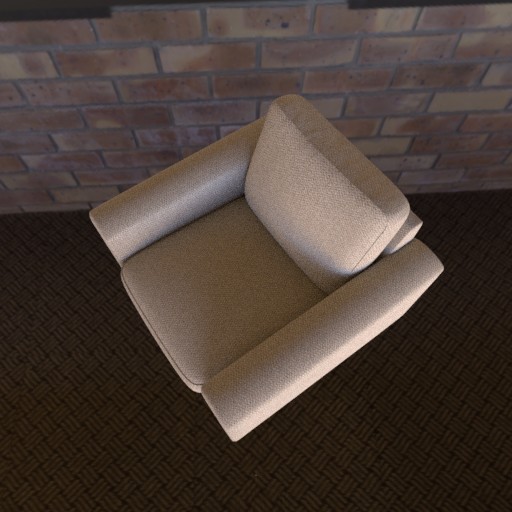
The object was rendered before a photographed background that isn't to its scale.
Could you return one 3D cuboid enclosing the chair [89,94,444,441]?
[{"bbox_3d":[0.000,0.000,1.799,1.016,0.873,1.005,-33,68,-15],"label":"chair"}]
